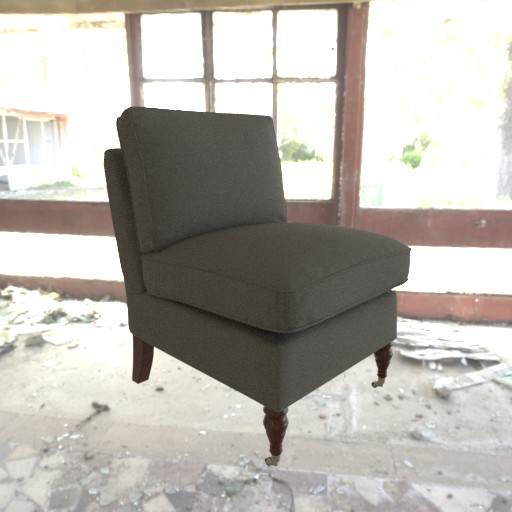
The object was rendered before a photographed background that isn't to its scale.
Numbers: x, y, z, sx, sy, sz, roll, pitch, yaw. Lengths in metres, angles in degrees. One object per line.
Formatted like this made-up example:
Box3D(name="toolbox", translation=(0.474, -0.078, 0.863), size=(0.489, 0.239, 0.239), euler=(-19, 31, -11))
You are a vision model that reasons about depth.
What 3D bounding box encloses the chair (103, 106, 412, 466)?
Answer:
Box3D(name="chair", translation=(0.000, 0.000, 1.638), size=(0.924, 1.045, 0.724), euler=(13, 19, 43))
